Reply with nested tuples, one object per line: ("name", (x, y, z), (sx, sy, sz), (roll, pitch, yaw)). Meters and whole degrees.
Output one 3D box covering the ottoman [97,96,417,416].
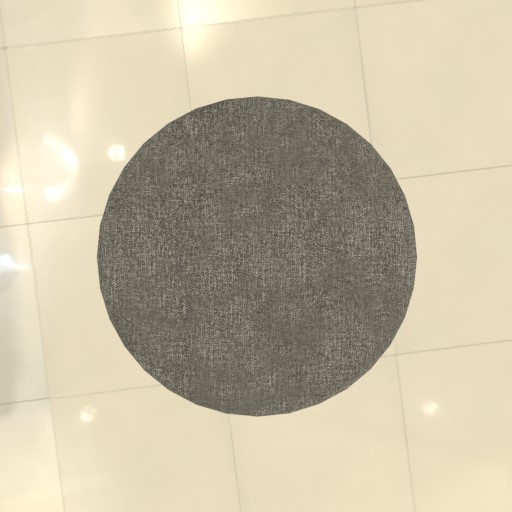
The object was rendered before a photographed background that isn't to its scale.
("ottoman", (0.000, 0.000, 0.871), (0.500, 0.419, 0.500), (0, 90, -1))
